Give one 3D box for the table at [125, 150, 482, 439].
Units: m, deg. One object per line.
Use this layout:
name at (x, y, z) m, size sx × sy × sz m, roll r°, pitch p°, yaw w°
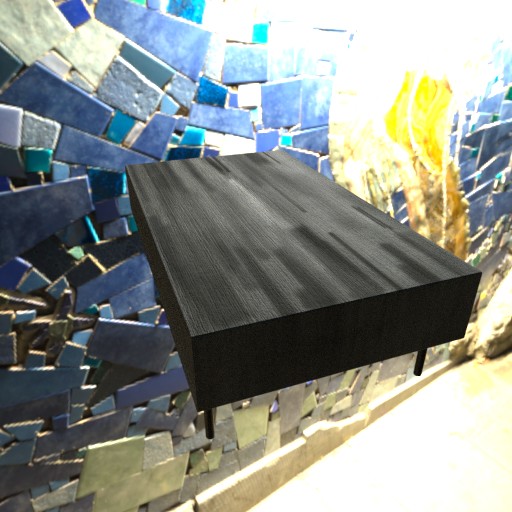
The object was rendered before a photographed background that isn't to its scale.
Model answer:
table at (0.000, 0.000, 1.386) m, size 0.643 × 0.347 × 1.088 m, roll -10°, pitch 30°, yaw -18°
